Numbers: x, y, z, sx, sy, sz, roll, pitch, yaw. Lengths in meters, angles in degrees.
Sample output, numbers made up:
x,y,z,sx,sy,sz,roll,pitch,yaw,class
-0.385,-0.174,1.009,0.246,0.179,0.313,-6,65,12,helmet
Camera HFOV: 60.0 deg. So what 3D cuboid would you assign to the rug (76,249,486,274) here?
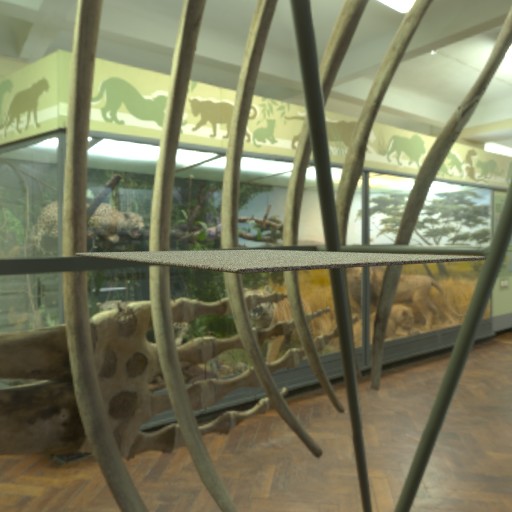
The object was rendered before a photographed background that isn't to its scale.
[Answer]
x,y,z,sx,sy,sz,roll,pitch,yaw,class
0.000,0.000,4.101,2.438,0.029,3.047,-2,3,-36,rug
